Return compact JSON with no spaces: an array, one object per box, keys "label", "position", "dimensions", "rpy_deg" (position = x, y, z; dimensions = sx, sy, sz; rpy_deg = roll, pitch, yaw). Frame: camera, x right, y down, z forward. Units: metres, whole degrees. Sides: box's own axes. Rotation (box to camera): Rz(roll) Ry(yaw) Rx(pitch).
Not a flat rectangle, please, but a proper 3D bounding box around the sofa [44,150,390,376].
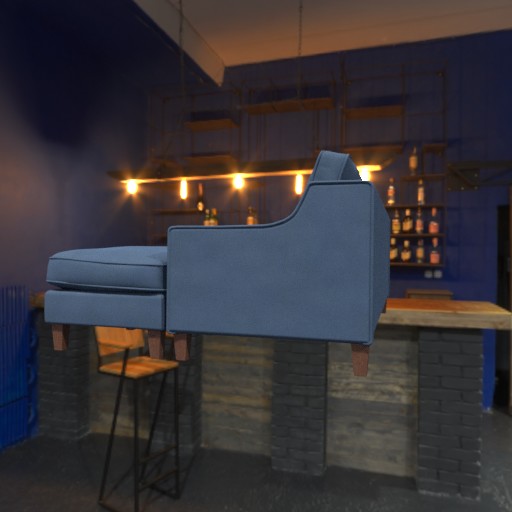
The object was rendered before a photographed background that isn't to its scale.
[{"label":"sofa","position":[0.000,0.000,3.318],"dimensions":[1.858,1.066,2.317],"rpy_deg":[0,1,19]}]
